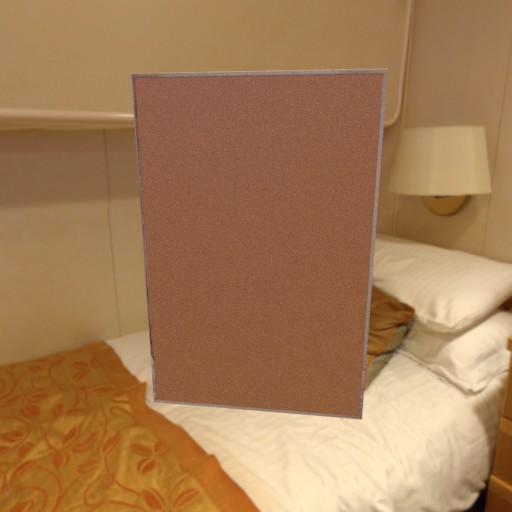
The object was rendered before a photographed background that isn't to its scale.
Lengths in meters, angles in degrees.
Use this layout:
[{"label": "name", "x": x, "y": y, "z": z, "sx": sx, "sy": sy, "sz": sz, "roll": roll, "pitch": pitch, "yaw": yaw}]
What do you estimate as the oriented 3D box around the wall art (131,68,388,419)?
[{"label": "wall art", "x": 0.000, "y": 0.000, "z": 0.788, "sx": 0.403, "sy": 0.607, "sz": 0.036, "roll": 2, "pitch": 16, "yaw": 8}]
